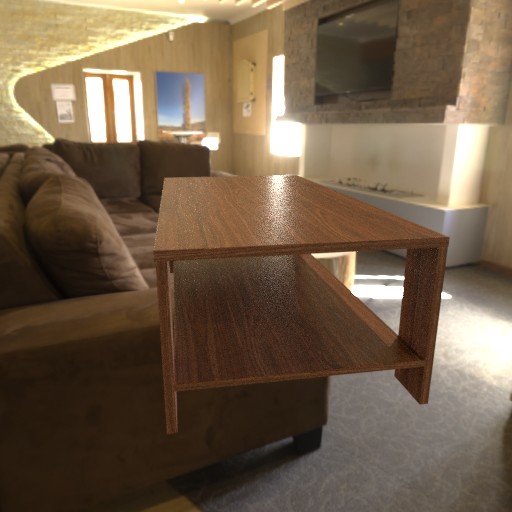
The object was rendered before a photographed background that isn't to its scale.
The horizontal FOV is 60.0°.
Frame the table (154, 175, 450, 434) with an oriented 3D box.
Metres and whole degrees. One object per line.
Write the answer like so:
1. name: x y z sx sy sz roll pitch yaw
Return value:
1. table: 0.000 0.000 1.490 0.600 0.400 1.200 -3 17 -10
